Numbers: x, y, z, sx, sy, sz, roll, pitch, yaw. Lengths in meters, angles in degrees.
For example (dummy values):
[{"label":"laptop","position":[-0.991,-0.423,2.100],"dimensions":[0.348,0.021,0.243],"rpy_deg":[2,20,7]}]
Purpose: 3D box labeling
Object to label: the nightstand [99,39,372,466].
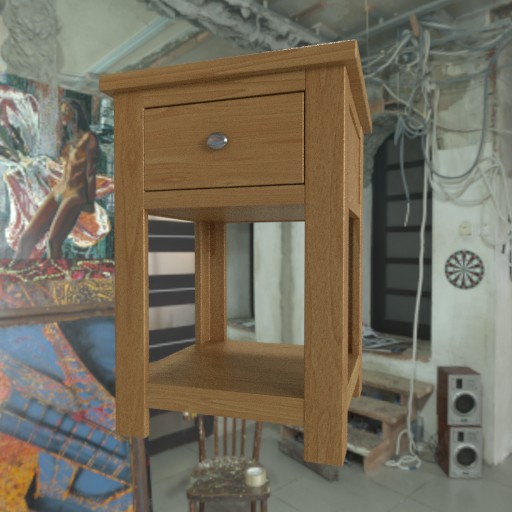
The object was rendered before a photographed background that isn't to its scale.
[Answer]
[{"label":"nightstand","position":[0.000,0.000,0.887],"dimensions":[0.428,0.614,0.418],"rpy_deg":[0,1,17]}]
